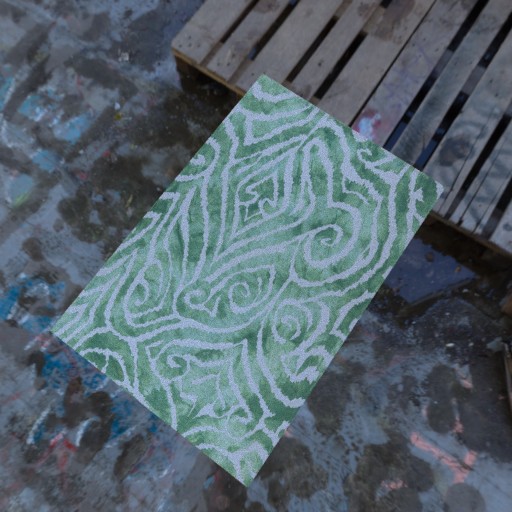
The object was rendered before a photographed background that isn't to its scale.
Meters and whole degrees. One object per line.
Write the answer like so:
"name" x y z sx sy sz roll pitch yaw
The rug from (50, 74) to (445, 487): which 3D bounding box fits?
"rug" 0.000 0.000 2.309 1.220 0.006 1.826 35 78 8
